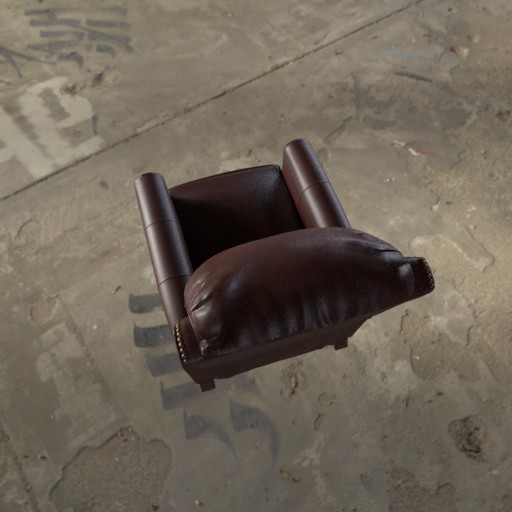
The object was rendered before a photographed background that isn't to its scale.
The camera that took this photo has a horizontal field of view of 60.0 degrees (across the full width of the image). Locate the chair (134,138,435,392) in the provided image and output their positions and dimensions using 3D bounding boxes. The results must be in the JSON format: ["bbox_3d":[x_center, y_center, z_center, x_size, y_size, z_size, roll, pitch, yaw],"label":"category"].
[{"bbox_3d":[0.000,0.000,1.806,0.826,1.022,1.089,-14,57,-10],"label":"chair"}]
